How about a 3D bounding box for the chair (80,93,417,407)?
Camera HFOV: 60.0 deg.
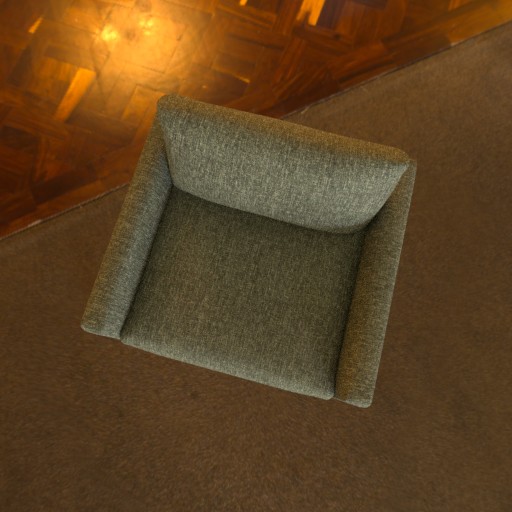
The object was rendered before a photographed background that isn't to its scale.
[{"bbox_3d":[0.000,0.000,1.639,0.963,0.861,0.866,14,76,4],"label":"chair"}]
